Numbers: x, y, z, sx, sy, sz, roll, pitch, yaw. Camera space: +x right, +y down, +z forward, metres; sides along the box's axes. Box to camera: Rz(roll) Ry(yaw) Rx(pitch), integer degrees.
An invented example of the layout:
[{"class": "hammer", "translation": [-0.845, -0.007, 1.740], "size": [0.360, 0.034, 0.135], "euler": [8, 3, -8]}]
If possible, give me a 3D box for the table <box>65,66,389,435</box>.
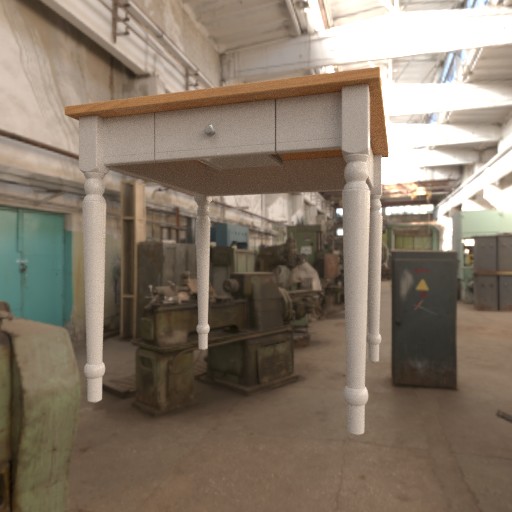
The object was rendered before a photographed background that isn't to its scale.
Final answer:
[{"class": "table", "translation": [0.000, 0.000, 1.330], "size": [0.747, 0.738, 0.747], "euler": [0, 0, 18]}]
